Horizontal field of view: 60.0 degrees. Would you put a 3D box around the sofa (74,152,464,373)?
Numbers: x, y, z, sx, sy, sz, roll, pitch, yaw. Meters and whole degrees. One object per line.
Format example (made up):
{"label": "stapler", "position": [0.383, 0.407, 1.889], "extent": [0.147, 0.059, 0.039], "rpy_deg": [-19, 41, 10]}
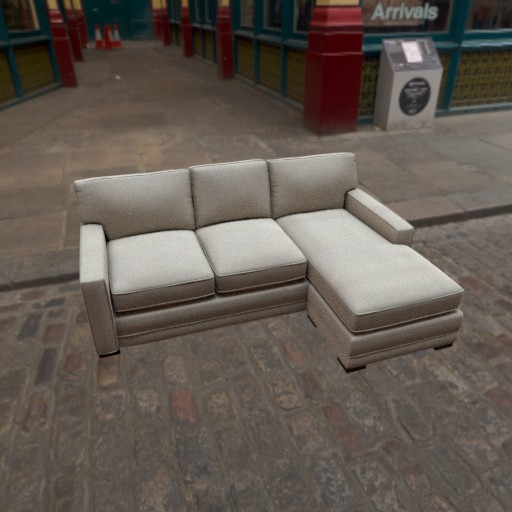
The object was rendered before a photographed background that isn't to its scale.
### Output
{"label": "sofa", "position": [0.000, 0.000, 2.823], "extent": [2.087, 0.861, 1.496], "rpy_deg": [-9, 31, -16]}
